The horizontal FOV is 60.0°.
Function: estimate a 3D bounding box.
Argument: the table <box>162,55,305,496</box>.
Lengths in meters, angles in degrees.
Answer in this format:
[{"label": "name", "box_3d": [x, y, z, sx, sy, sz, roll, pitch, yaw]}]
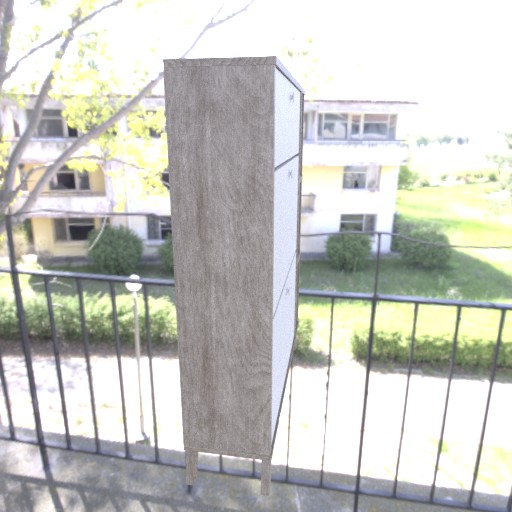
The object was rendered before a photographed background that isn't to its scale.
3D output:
[{"label": "table", "box_3d": [0.000, 0.000, 1.528, 0.256, 1.135, 0.902, 3, 16, 10]}]
